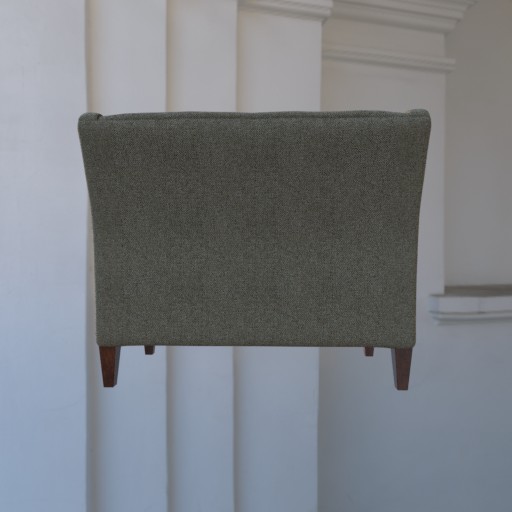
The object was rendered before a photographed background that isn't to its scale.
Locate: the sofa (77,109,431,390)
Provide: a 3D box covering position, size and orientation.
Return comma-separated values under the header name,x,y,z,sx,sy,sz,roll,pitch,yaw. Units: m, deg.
name,x,y,z,sx,sy,sz,roll,pitch,yaw
sofa,0.000,0.000,1.936,1.242,1.021,0.870,0,0,2
